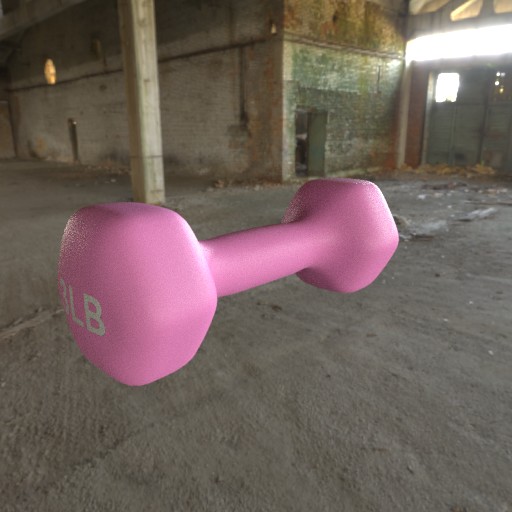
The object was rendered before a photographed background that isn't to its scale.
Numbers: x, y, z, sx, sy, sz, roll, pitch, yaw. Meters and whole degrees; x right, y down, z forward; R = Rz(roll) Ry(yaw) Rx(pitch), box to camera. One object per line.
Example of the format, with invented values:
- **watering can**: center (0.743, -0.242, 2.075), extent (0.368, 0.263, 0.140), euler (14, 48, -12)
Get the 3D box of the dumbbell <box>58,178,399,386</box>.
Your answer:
- **dumbbell**: center (0.000, 0.000, 0.193), extent (0.159, 0.058, 0.064), euler (-15, 21, -43)
